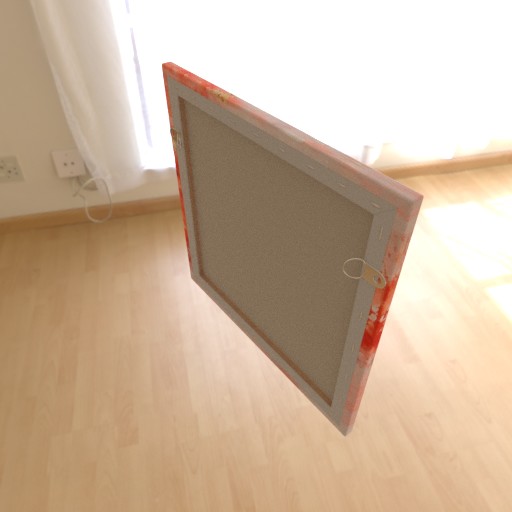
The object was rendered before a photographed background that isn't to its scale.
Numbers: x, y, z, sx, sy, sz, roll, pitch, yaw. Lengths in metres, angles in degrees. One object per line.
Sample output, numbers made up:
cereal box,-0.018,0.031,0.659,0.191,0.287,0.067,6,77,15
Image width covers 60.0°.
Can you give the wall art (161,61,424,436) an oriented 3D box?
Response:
wall art,0.000,0.000,1.317,0.066,0.878,0.878,-28,49,-27
